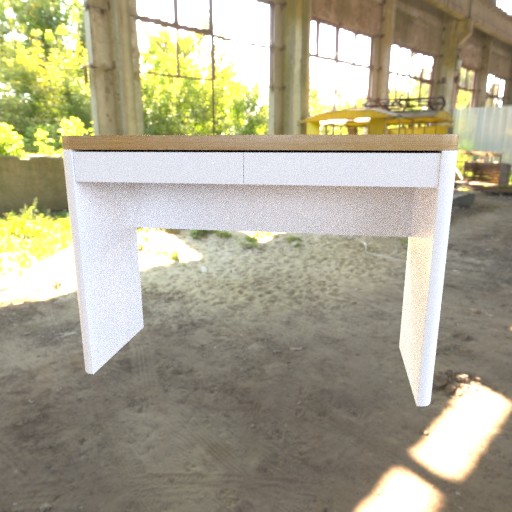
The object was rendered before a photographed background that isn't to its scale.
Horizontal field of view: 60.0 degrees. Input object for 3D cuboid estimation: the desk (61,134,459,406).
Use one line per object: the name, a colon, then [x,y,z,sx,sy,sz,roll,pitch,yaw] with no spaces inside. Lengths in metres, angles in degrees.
desk: [0.000,0.000,1.454,1.100,0.760,0.390,3,14,10]
